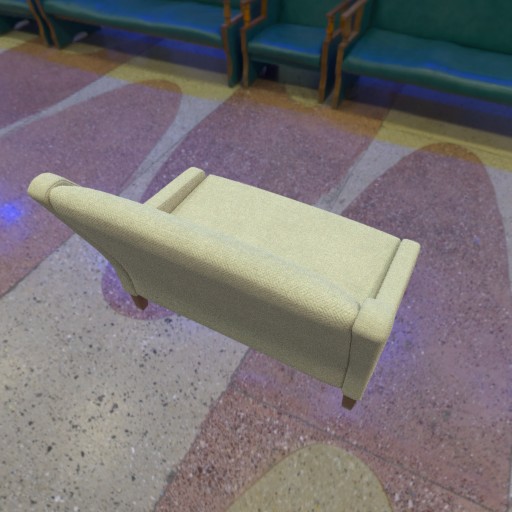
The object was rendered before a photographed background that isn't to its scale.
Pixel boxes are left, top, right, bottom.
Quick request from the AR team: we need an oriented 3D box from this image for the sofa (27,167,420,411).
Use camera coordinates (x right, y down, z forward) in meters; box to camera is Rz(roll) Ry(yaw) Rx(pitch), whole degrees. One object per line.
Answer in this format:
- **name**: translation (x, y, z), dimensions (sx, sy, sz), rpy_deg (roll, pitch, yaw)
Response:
- **sofa**: translation (0.000, 0.000, 1.869), dimensions (1.212, 0.976, 0.946), rpy_deg (21, 51, 19)
